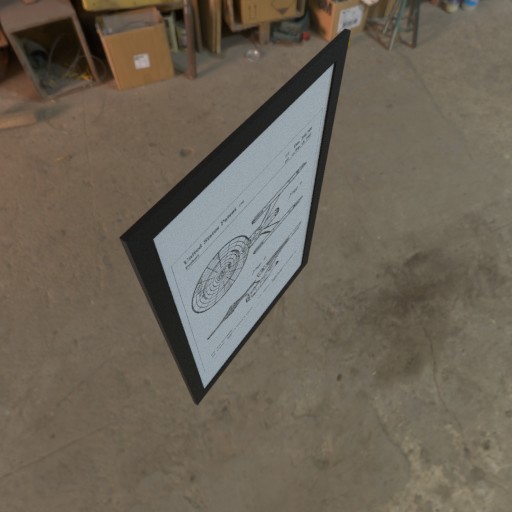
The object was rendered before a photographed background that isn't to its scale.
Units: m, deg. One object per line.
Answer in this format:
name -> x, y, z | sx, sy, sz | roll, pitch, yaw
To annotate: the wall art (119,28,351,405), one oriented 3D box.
wall art -> 0.000, 0.000, 0.673 | 0.008, 0.530, 0.379 | 31, 63, 18
